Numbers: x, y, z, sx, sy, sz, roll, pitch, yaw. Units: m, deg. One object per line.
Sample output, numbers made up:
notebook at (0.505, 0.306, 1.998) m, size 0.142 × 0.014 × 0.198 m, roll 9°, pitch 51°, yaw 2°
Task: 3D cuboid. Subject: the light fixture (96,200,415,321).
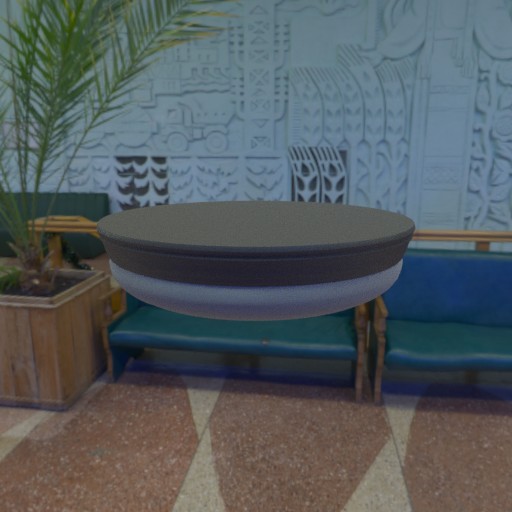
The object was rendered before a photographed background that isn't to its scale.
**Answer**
light fixture at (0.000, 0.000, 0.552) m, size 0.368 × 0.100 × 0.368 m, roll 0°, pitch 13°, yaw 0°
